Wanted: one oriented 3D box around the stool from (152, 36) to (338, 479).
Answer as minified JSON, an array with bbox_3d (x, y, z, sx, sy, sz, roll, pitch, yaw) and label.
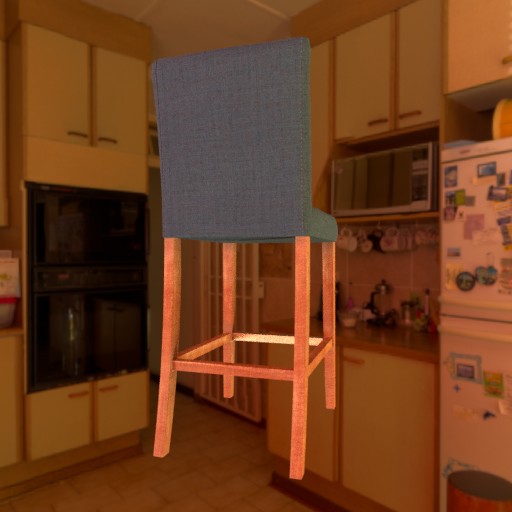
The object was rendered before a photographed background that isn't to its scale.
[{"bbox_3d":[0.000,0.000,1.401,0.454,1.088,0.574,0,1,18],"label":"stool"}]
